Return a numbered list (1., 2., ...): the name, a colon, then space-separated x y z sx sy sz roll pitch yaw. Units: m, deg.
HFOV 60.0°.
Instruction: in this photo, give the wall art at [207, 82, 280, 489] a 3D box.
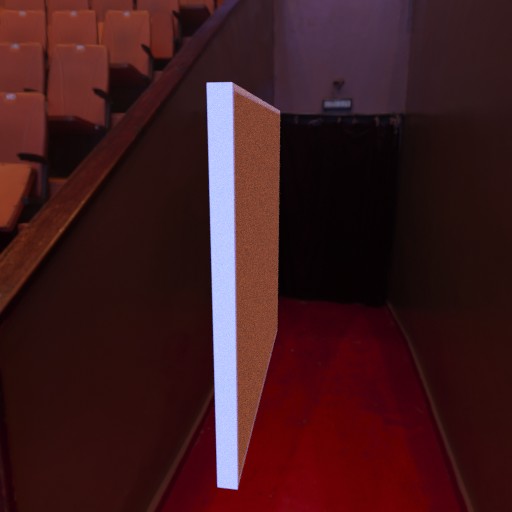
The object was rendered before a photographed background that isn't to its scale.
1. wall art: 0.000 0.000 1.159 0.041 0.765 0.768 2 15 8
